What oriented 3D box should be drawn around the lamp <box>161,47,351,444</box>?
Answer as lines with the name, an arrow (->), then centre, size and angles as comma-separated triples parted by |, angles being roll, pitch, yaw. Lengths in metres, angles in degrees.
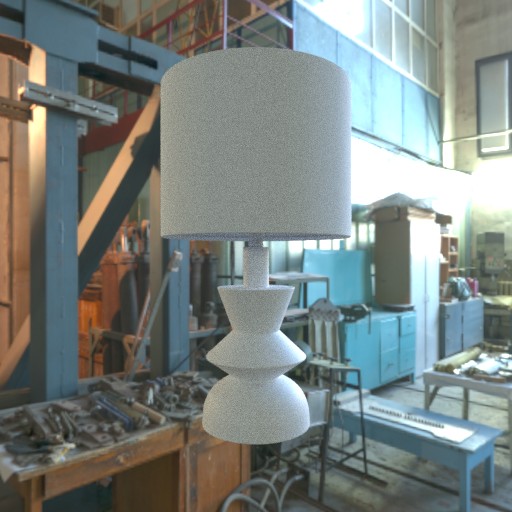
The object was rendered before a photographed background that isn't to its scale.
lamp -> 0.000, 0.000, 0.715 | 0.301, 0.533, 0.301 | 0, 0, -1
